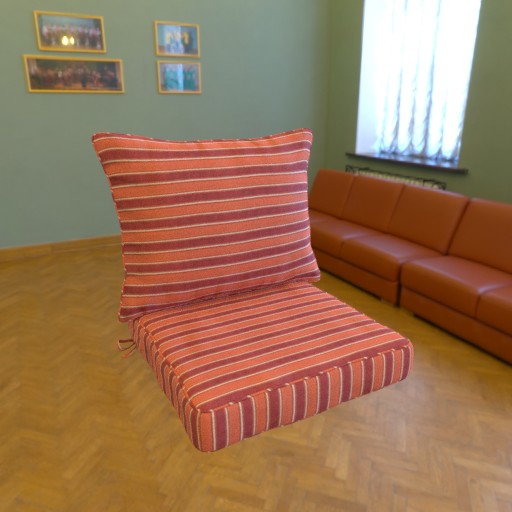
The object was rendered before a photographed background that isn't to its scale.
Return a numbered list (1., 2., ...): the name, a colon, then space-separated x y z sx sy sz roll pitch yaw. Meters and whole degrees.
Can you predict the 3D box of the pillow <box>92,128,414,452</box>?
1. pillow: 0.000 0.000 1.359 0.799 0.723 0.733 -10 21 -27
